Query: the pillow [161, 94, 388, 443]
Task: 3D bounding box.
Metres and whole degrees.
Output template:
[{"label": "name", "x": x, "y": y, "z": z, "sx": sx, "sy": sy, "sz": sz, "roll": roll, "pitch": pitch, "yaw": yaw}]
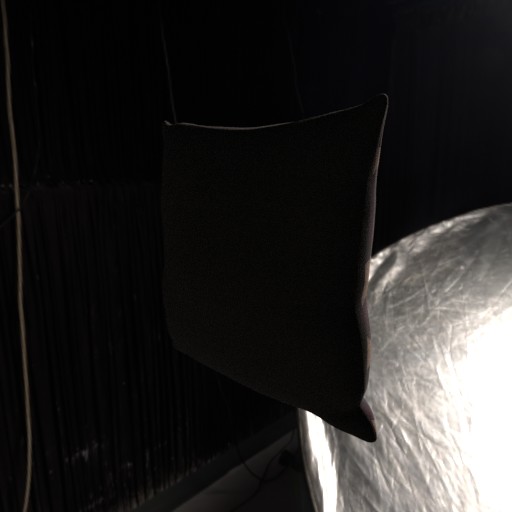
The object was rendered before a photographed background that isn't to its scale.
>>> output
[{"label": "pillow", "x": 0.000, "y": 0.000, "z": 0.779, "sx": 0.503, "sy": 0.496, "sz": 0.208, "roll": 12, "pitch": 17, "yaw": 42}]
